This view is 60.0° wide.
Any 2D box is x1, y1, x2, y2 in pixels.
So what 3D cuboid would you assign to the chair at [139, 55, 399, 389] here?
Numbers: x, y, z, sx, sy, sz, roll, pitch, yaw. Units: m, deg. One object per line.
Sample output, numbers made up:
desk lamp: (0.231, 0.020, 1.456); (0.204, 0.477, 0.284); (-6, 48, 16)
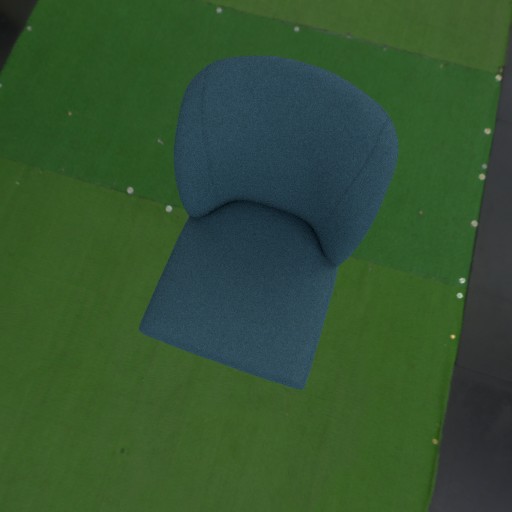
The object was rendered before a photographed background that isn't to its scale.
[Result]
chair: (0.000, 0.000, 1.251); (0.507, 0.879, 0.620); (19, 76, 5)
